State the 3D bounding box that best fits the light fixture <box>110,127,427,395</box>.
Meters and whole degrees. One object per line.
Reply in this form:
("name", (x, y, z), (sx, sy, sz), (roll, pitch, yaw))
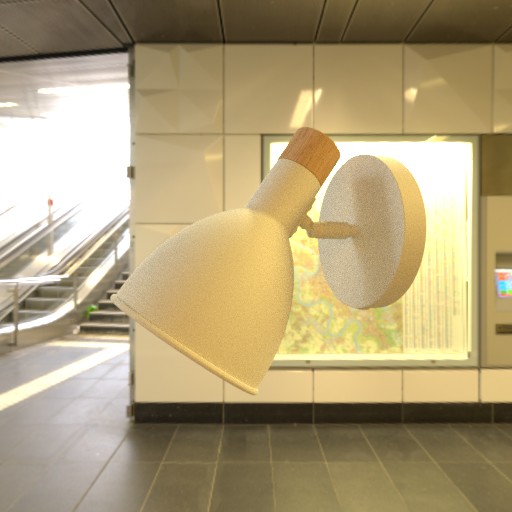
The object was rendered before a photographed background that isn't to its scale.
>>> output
("light fixture", (0.000, 0.000, 0.334), (0.209, 0.199, 0.127), (0, 0, -20))
